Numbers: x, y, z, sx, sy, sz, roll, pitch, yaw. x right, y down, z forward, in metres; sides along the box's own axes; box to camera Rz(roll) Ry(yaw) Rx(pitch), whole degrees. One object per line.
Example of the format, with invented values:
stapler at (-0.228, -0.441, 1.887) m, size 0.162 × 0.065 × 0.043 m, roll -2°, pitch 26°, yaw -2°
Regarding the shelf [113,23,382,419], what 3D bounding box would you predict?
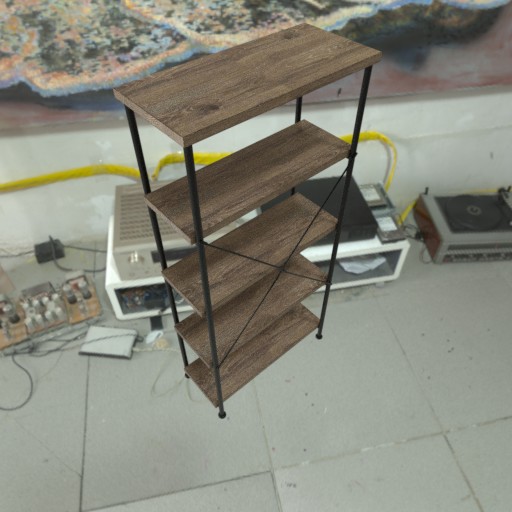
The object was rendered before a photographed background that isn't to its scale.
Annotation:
shelf at (0.000, 0.000, 2.001) m, size 0.800 × 1.700 × 0.360 m, roll -32°, pitch 54°, yaw -27°
